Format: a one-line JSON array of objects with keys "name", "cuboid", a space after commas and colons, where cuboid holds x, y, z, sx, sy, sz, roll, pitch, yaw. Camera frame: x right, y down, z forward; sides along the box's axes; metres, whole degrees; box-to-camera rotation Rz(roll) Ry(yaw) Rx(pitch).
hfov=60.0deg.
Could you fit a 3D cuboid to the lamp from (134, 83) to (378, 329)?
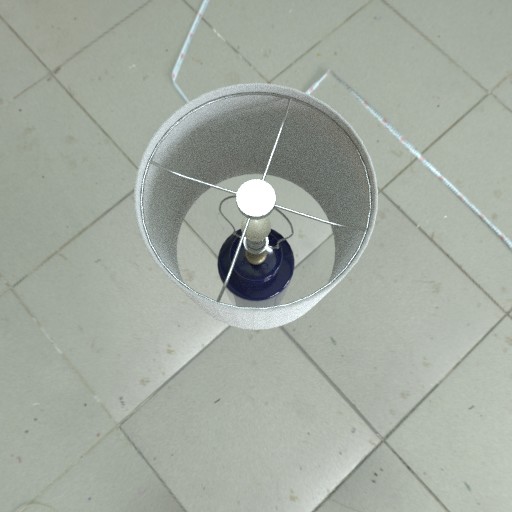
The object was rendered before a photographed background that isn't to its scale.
[{"name": "lamp", "cuboid": [0.000, 0.000, 0.624, 0.212, 0.493, 0.212, 18, 77, 4]}]
